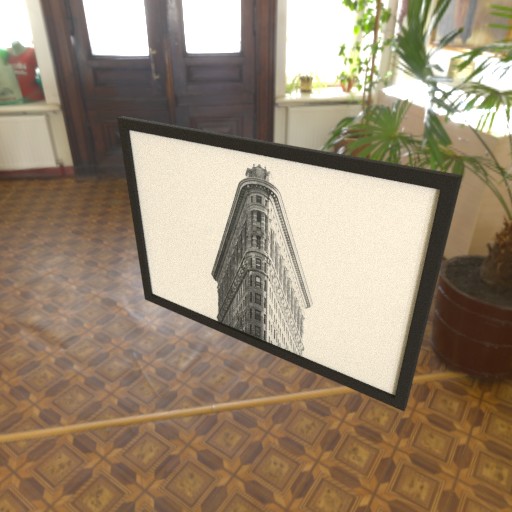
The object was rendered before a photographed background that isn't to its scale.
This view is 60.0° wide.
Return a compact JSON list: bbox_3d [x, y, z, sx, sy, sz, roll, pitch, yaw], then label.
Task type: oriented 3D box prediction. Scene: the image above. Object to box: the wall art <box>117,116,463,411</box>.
[{"bbox_3d":[0.000,0.000,1.264,0.964,0.659,0.049,19,35,29],"label":"wall art"}]
